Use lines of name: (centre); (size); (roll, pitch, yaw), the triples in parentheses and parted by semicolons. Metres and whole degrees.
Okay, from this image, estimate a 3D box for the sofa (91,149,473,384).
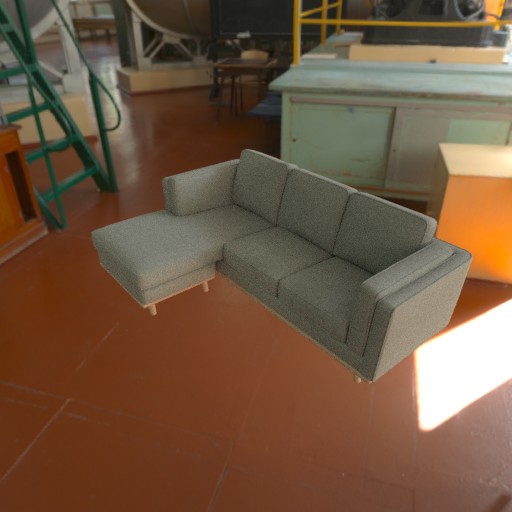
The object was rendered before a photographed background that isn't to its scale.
sofa: (0.000, 0.000, 3.249); (1.604, 0.929, 2.411); (-23, 38, -33)
